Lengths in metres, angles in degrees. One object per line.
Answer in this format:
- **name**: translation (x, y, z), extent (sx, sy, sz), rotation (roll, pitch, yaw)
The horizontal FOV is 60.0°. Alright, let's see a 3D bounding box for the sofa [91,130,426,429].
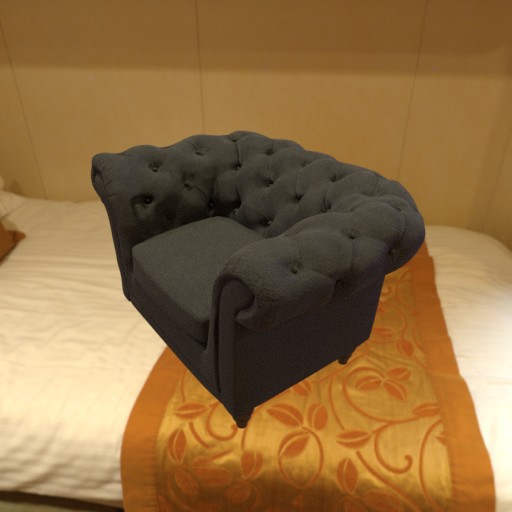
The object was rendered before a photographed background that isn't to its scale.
- **sofa**: translation (0.000, 0.000, 2.084), extent (1.032, 0.878, 1.405), rotation (-21, 37, -31)
